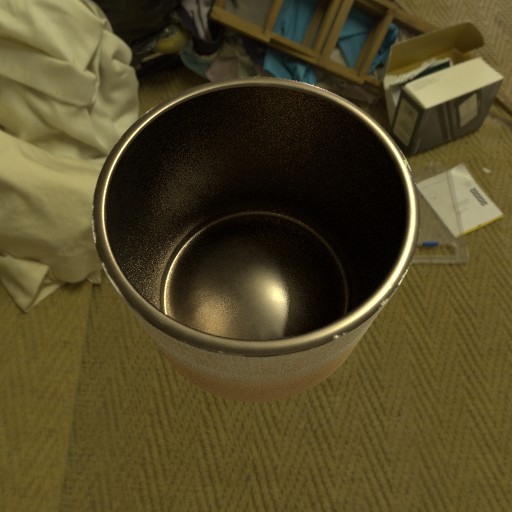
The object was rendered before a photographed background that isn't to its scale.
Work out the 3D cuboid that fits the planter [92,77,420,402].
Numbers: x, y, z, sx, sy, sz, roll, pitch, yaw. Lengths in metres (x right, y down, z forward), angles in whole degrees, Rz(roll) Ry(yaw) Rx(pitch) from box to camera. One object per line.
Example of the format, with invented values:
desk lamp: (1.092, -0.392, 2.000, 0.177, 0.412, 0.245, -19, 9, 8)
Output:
planter: (0.000, 0.000, 0.436, 0.254, 0.221, 0.254, 0, 64, 0)
